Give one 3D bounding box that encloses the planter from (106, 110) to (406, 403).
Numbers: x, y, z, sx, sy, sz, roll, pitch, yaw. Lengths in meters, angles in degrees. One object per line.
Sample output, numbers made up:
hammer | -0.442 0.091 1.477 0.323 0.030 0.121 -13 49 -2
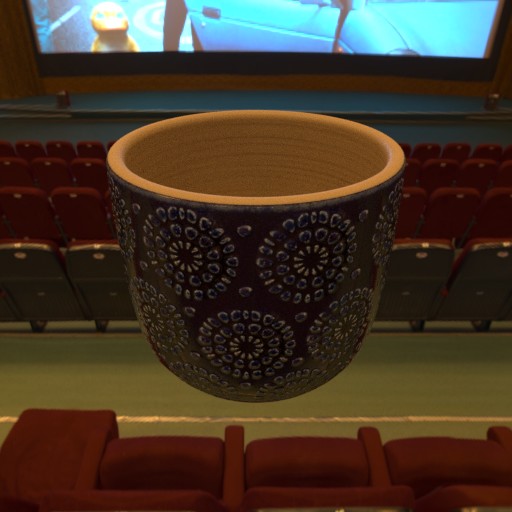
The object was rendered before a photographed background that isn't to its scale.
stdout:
planter | 0.000 0.000 0.288 0.165 0.149 0.165 0 31 0
